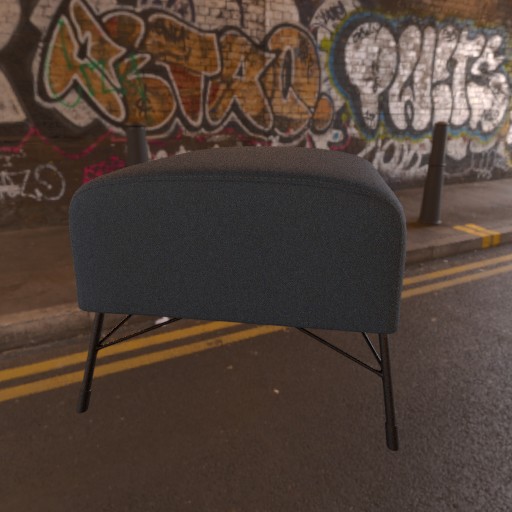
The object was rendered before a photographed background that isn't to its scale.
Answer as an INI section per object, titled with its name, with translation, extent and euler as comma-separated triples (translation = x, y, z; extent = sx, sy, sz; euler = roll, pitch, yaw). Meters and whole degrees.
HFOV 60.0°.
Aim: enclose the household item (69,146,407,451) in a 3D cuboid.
[household item]
translation = 0.000, 0.000, 0.891
extent = 0.530, 0.420, 0.530
euler = 3, 18, 10
